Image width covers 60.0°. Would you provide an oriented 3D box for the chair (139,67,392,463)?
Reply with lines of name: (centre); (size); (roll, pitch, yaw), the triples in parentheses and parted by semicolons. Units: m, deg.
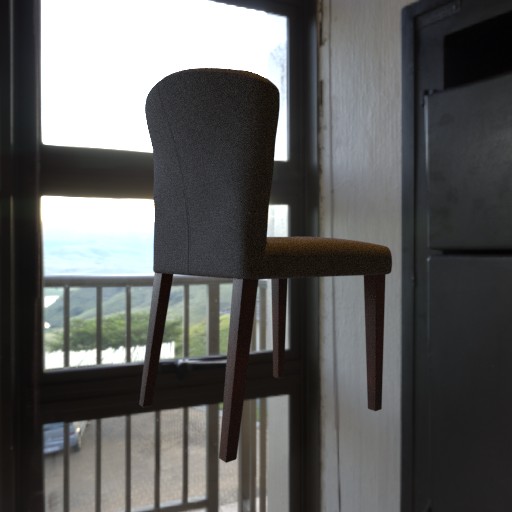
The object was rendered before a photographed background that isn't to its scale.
chair: (0.000, 0.000, 1.221); (0.589, 0.839, 0.491); (0, 0, -37)
